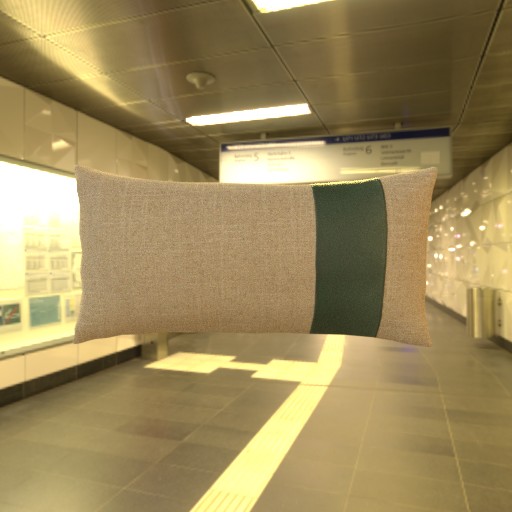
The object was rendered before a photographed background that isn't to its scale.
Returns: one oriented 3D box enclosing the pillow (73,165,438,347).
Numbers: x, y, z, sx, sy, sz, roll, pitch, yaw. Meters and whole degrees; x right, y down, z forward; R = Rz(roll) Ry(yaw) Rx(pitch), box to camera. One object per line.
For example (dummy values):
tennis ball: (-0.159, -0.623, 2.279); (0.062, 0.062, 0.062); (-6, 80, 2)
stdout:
pillow: (0.000, 0.000, 1.042); (0.859, 0.429, 0.197); (0, 0, 0)
